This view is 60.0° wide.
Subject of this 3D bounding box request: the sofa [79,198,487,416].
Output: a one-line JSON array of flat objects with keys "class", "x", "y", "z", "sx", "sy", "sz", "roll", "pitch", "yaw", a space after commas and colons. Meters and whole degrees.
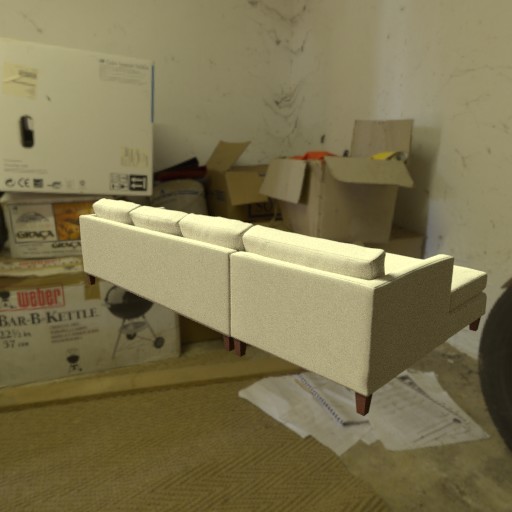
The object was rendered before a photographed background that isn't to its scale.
[{"class": "sofa", "x": 0.000, "y": 0.000, "z": 3.738, "sx": 1.625, "sy": 0.846, "sz": 3.186, "roll": -13, "pitch": 19, "yaw": -43}]
